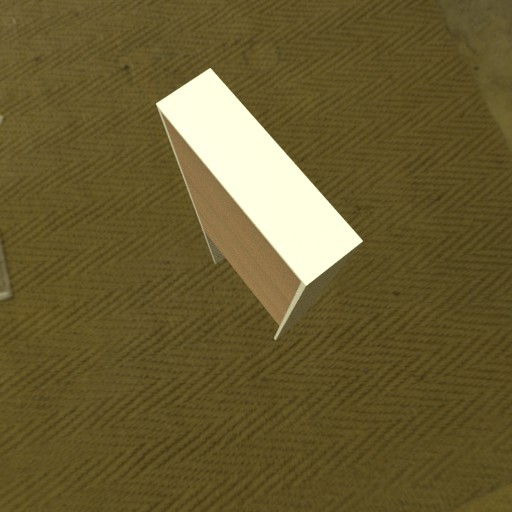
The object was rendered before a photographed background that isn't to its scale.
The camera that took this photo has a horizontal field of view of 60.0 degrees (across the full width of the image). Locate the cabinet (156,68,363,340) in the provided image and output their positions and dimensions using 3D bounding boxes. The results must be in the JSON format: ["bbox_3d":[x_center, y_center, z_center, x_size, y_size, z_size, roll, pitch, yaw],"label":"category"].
[{"bbox_3d":[0.000,0.000,2.017,0.192,1.770,0.643,-37,78,-9],"label":"cabinet"}]
